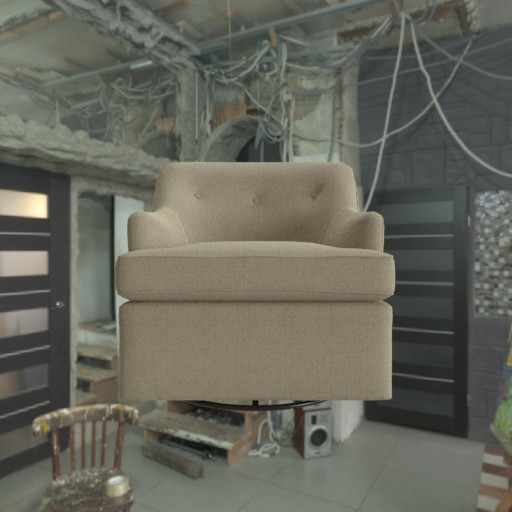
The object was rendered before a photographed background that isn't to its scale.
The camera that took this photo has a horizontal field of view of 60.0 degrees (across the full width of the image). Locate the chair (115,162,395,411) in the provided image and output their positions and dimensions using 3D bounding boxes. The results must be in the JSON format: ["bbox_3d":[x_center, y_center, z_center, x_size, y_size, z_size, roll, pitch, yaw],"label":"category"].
[{"bbox_3d":[0.000,0.000,1.646,0.864,0.856,0.923,0,1,0],"label":"chair"}]
